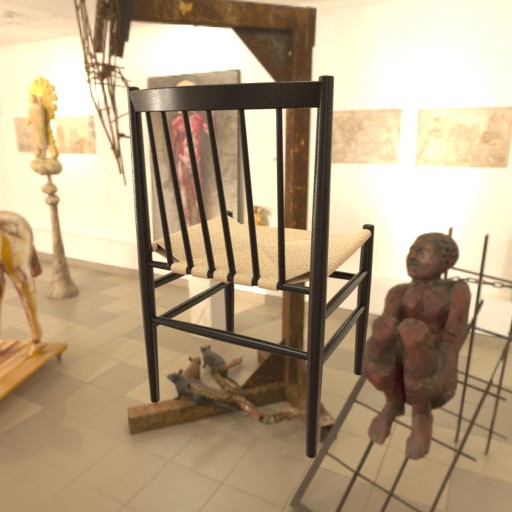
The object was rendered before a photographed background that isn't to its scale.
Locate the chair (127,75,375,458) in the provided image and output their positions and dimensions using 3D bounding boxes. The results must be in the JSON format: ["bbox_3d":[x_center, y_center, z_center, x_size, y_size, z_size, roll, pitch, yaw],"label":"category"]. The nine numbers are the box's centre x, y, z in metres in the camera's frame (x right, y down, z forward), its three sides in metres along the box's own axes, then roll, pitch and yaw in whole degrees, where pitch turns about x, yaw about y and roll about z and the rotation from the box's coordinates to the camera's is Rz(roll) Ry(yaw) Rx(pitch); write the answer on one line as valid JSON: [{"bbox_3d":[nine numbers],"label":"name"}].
[{"bbox_3d":[0.000,0.000,1.150,0.495,0.818,0.516,8,18,27],"label":"chair"}]
